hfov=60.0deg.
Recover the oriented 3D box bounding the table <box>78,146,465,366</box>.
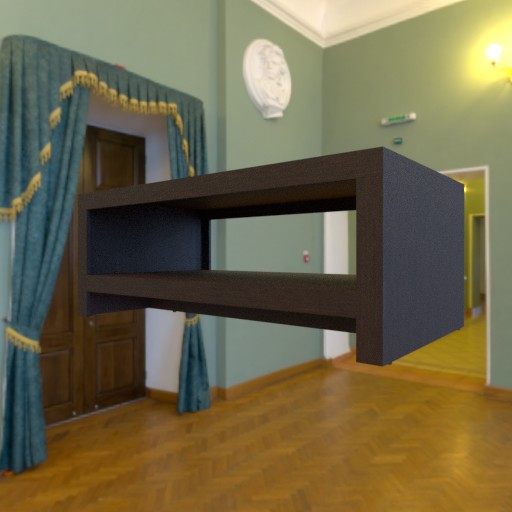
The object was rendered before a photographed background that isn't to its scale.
[{"bbox_3d":[0.000,0.000,1.421,1.099,0.424,0.597,0,0,39],"label":"table"}]
